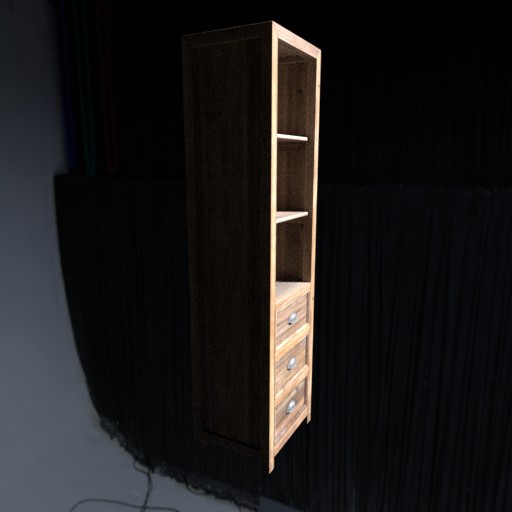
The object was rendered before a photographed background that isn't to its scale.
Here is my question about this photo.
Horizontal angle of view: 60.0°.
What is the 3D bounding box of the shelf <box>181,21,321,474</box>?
[{"bbox_3d":[0.000,0.000,2.135,0.428,1.900,0.500,7,14,28],"label":"shelf"}]
